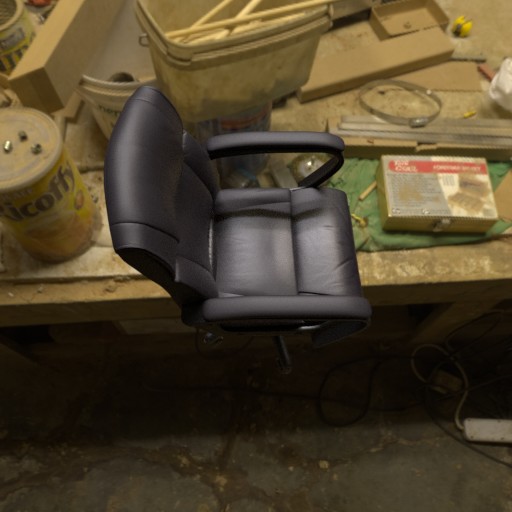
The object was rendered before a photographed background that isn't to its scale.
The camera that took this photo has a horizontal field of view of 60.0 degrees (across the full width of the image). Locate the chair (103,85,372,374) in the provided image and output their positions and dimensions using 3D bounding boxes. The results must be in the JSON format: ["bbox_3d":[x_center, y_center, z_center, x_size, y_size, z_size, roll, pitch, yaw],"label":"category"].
[{"bbox_3d":[0.000,0.000,1.367,0.641,0.998,0.576,-2,63,-1],"label":"chair"}]
